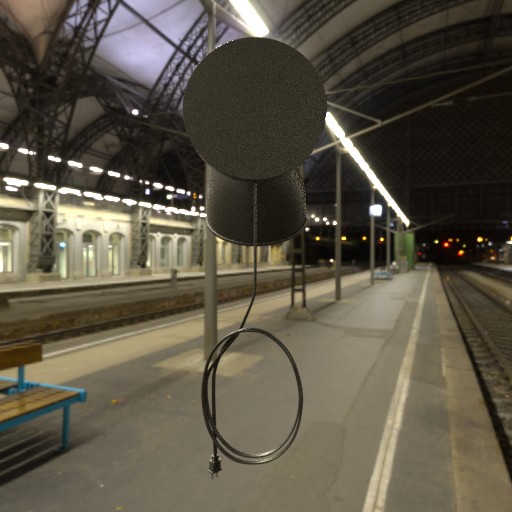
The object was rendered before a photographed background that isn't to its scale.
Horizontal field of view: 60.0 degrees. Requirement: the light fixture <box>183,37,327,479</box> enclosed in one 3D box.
[{"bbox_3d":[0.000,0.000,0.489,0.127,0.401,0.203,0,0,0],"label":"light fixture"}]
